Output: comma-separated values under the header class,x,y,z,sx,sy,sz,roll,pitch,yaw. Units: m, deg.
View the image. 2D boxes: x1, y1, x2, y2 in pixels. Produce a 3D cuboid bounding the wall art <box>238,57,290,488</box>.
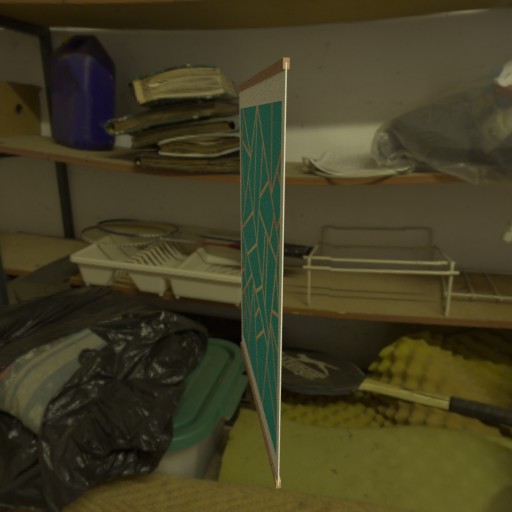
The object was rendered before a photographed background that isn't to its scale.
class,x,y,z,sx,sy,sz,roll,pitch,yaw
wall art,0.000,0.000,1.347,0.013,1.016,0.758,-3,17,-8
